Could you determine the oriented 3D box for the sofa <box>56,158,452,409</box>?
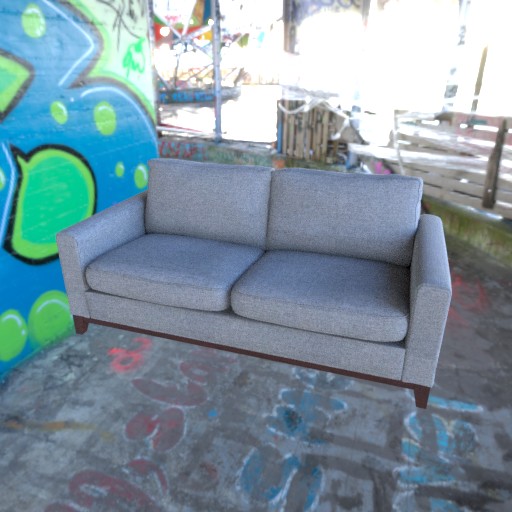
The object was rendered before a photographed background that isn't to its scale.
[{"bbox_3d":[0.000,0.000,2.511,1.978,0.892,0.969,8,25,17],"label":"sofa"}]
